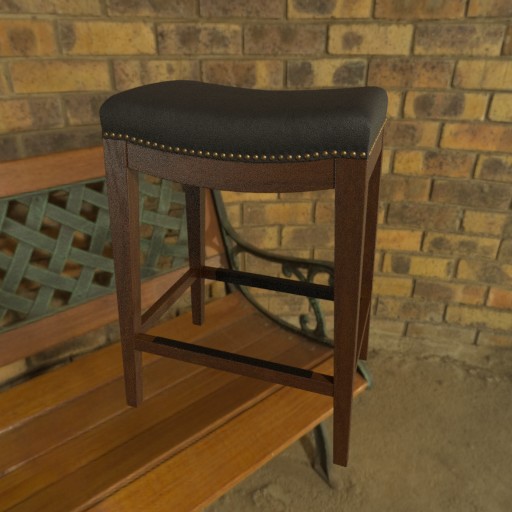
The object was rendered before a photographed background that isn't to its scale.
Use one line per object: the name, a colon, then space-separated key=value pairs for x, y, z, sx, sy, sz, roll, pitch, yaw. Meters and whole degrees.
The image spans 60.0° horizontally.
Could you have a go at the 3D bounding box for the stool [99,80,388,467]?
stool: x=0.000 y=0.000 z=0.923 sx=0.490 sy=0.664 sz=0.353 roll=9 pitch=28 yaw=17
